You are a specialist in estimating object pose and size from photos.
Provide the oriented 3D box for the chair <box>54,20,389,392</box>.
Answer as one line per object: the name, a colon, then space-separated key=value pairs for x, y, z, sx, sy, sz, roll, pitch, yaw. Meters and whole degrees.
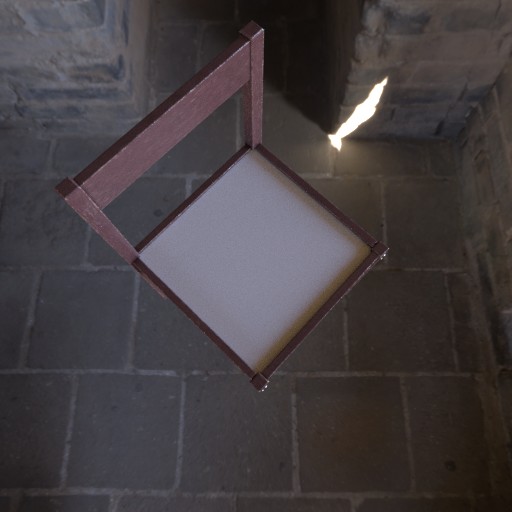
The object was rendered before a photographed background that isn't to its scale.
chair: x=0.000 y=0.000 z=0.678 sx=0.285 sy=0.505 sz=0.285 roll=42 pitch=78 yaw=11
